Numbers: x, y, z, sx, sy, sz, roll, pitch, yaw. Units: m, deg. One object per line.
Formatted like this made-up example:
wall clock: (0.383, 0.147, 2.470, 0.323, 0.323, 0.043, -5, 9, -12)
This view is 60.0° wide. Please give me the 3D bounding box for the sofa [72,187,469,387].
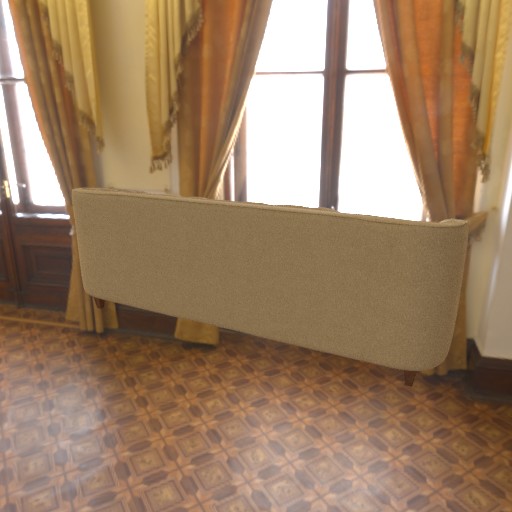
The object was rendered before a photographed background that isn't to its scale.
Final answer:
sofa: (0.000, 0.000, 2.640, 2.235, 0.788, 0.913, 9, 19, 26)
